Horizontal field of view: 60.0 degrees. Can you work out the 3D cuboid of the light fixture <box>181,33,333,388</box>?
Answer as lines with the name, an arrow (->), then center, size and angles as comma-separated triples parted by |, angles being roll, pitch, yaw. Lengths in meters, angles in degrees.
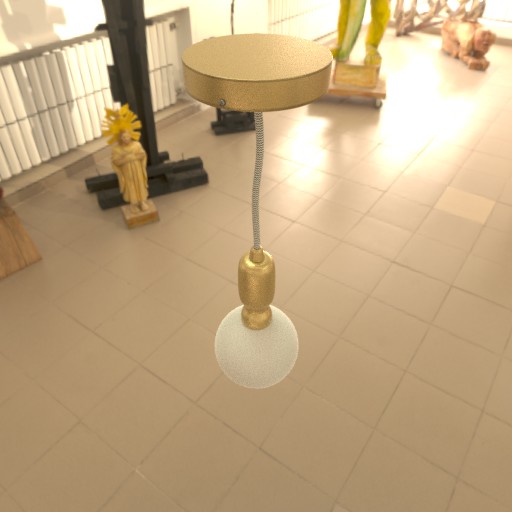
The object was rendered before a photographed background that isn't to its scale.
light fixture -> 0.000, 0.000, 0.589 | 0.146, 0.510, 0.147 | 25, 46, 26
